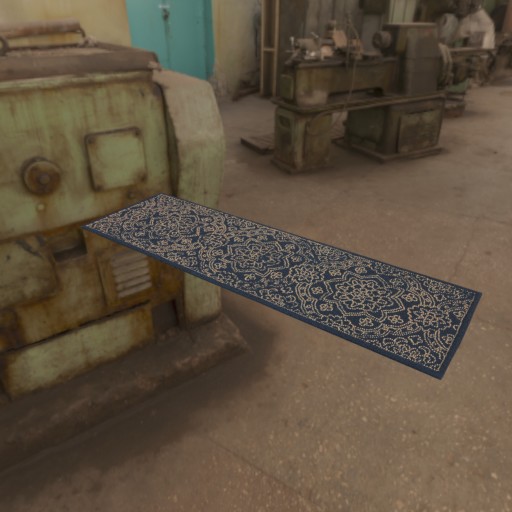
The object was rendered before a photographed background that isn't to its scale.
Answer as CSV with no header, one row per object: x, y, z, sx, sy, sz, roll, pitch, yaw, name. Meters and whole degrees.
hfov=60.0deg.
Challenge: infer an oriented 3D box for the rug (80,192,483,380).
0.000,0.000,2.716,2.448,0.012,0.769,20,36,30,rug
